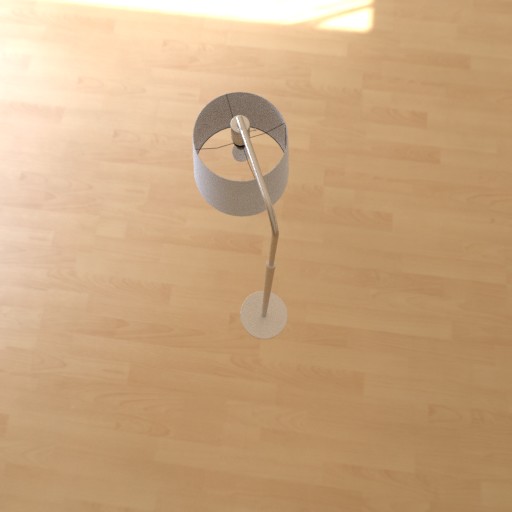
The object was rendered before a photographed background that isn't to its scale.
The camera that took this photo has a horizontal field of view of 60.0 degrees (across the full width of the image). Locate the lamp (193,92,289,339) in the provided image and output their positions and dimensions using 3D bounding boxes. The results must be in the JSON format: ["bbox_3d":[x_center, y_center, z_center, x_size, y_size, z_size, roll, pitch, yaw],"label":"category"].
[{"bbox_3d":[0.000,0.000,1.606,0.254,1.478,0.508,-18,76,-4],"label":"lamp"}]
